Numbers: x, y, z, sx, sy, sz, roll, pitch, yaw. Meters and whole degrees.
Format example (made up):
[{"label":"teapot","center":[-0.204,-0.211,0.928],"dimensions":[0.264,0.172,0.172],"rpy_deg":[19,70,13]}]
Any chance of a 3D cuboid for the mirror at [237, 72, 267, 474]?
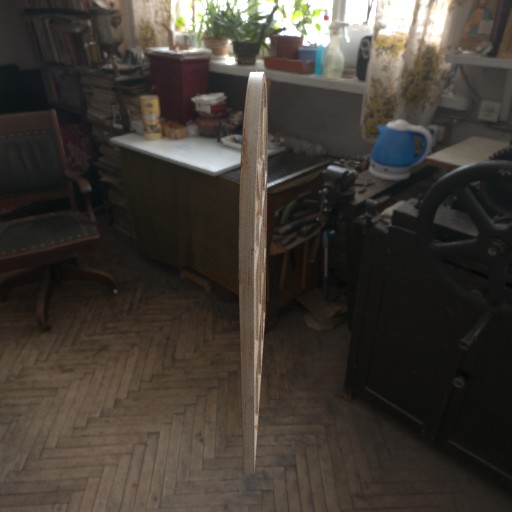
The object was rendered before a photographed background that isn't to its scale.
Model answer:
[{"label":"mirror","center":[0.000,0.000,1.192],"dimensions":[0.032,0.920,0.660],"rpy_deg":[2,31,3]}]
